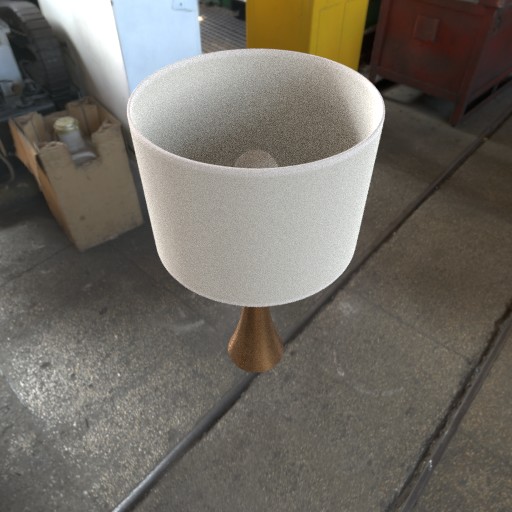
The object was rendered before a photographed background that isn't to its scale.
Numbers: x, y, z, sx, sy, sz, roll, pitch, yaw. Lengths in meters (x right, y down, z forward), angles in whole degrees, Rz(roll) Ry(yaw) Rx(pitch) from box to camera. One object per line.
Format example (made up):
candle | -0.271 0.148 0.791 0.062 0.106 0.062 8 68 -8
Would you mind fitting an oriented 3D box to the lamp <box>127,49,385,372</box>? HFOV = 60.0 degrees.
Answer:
lamp | 0.000 0.000 0.639 0.268 0.479 0.268 5 46 5
